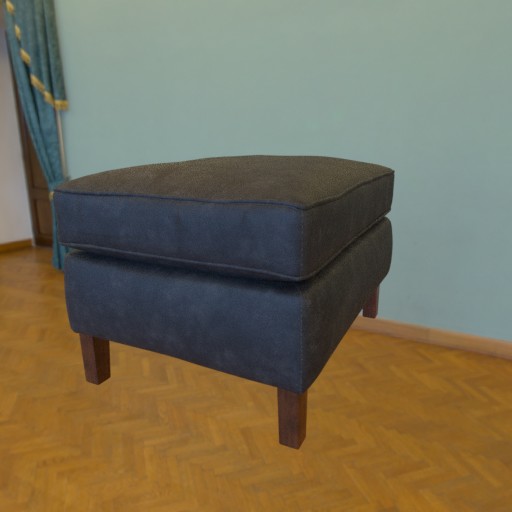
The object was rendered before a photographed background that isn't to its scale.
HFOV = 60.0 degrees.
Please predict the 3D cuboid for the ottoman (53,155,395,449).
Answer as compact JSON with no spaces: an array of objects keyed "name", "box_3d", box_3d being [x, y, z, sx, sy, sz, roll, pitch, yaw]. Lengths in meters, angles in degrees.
[{"name":"ottoman","box_3d":[0.000,0.000,0.967,0.501,0.413,0.665,7,17,25]}]
